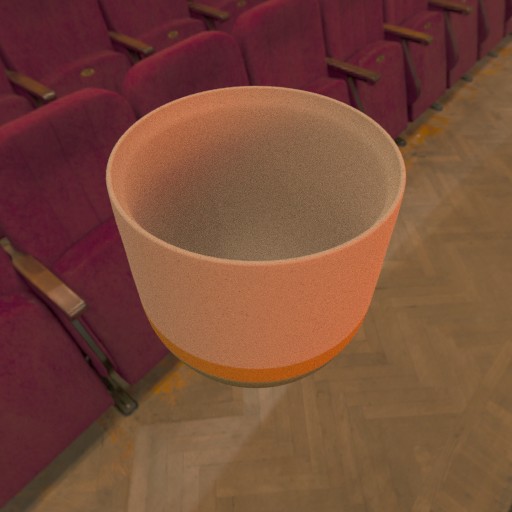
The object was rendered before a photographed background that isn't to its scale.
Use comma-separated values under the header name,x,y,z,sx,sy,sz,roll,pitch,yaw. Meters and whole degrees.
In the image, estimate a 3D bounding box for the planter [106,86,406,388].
name,x,y,z,sx,sy,sz,roll,pitch,yaw
planter,0.000,0.000,0.500,0.268,0.270,0.268,0,47,0
